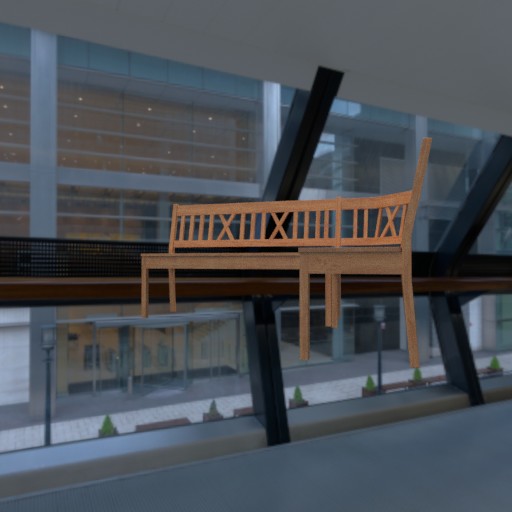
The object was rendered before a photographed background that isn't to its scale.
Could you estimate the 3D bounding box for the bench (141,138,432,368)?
[{"bbox_3d":[0.000,0.000,2.749,1.937,0.902,1.537,0,-1,18],"label":"bench"}]
